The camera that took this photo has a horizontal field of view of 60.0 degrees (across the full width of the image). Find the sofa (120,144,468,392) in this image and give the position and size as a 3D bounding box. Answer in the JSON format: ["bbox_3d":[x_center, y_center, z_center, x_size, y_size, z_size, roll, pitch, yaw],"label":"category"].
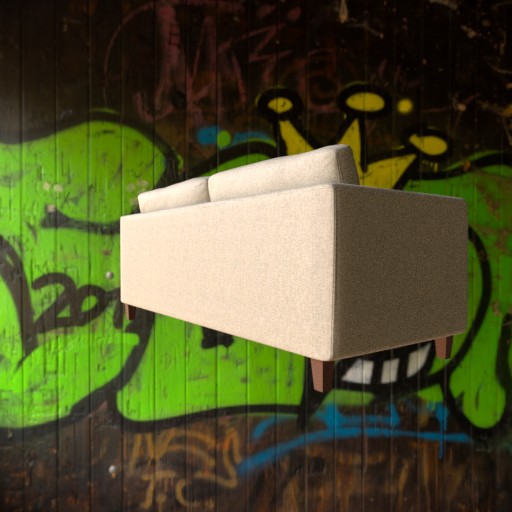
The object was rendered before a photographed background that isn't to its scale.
[{"bbox_3d":[0.000,0.000,2.701,0.956,0.963,2.208,-1,1,-36],"label":"sofa"}]
